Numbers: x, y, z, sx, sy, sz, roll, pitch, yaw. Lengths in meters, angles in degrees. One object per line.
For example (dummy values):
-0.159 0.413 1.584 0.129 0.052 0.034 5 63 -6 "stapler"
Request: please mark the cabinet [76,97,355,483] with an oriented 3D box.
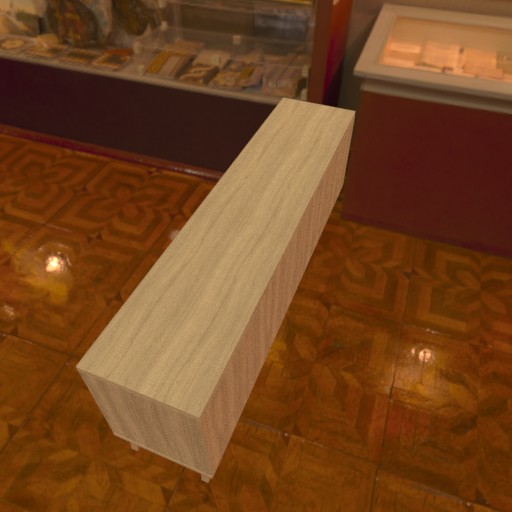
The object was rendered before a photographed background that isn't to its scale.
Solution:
0.000 0.000 2.504 0.499 0.779 2.198 16 48 15 "cabinet"
